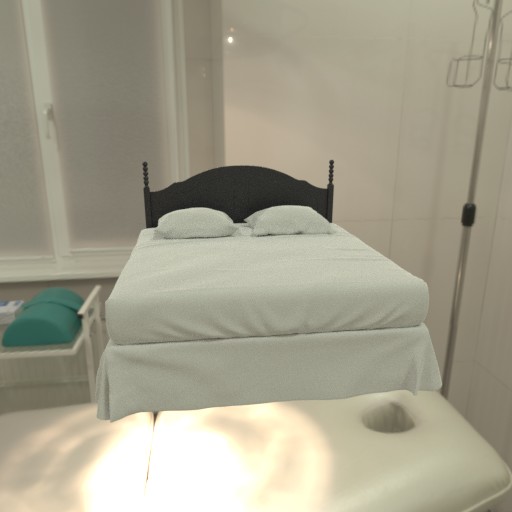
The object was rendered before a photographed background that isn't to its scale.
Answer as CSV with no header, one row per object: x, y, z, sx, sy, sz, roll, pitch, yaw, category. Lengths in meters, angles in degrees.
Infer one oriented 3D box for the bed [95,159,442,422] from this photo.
0.000,0.000,3.560,2.322,1.355,2.219,-2,16,-8,bed
